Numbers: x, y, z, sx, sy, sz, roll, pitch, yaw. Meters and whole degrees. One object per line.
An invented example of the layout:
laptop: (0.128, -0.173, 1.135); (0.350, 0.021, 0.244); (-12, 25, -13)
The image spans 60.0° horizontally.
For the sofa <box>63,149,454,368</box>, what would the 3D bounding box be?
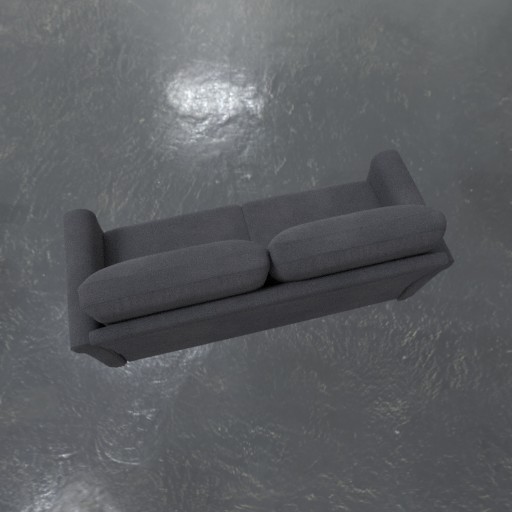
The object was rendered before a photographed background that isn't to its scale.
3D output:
sofa: (0.000, 0.000, 2.401); (1.935, 0.942, 0.842); (-12, 60, -7)
